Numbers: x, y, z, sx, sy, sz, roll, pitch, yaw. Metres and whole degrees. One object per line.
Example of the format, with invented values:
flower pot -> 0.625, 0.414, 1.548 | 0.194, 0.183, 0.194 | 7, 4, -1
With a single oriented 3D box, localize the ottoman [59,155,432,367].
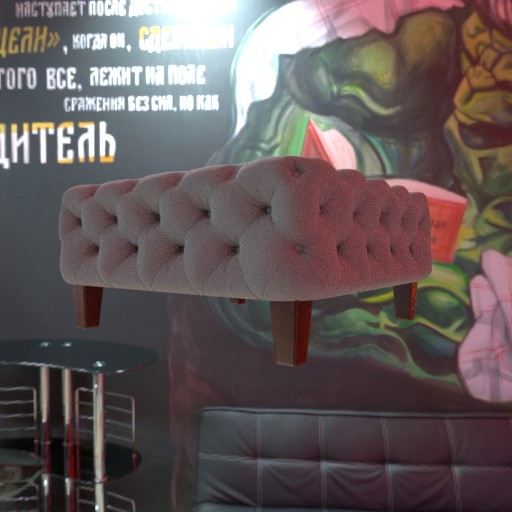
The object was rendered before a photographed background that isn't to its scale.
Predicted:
ottoman -> 0.000, 0.000, 1.449 | 0.911, 0.439, 0.917 | 1, 1, 36
